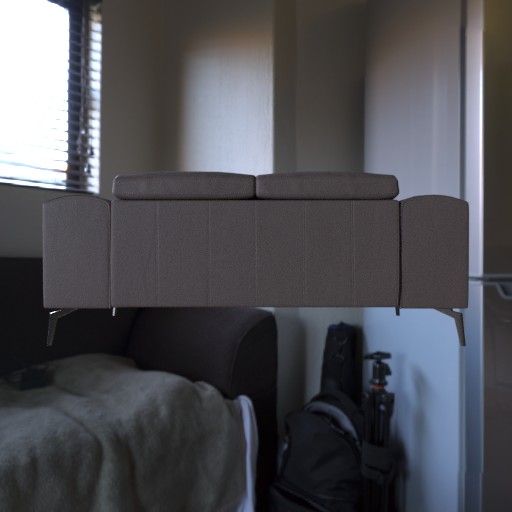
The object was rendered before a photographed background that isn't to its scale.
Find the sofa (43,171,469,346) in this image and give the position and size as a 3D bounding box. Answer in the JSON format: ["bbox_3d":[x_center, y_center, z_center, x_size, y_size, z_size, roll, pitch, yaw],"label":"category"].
[{"bbox_3d":[0.000,0.000,2.421,1.895,0.779,1.003,0,1,0],"label":"sofa"}]
